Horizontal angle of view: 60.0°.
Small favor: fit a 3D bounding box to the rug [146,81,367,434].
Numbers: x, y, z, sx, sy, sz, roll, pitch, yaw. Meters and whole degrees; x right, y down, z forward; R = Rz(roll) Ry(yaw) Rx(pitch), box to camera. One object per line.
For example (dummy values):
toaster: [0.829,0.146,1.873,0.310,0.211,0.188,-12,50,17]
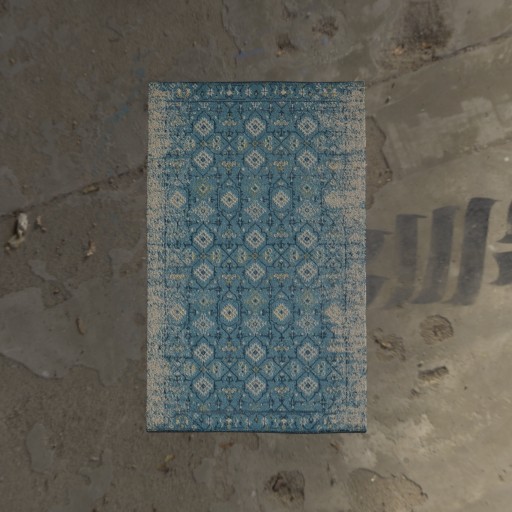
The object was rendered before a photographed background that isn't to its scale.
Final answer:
rug: [0.000,0.000,3.079,1.530,0.015,2.449,0,89,0]
